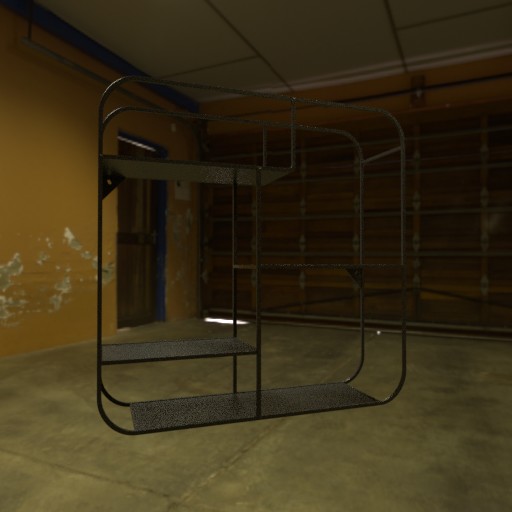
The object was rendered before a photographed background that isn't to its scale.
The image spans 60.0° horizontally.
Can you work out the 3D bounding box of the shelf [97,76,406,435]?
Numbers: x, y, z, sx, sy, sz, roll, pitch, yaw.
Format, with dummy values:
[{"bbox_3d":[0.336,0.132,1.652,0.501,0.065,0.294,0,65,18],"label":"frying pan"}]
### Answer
[{"bbox_3d":[0.000,0.000,0.893,0.600,0.600,0.160,0,-1,-19],"label":"shelf"}]
